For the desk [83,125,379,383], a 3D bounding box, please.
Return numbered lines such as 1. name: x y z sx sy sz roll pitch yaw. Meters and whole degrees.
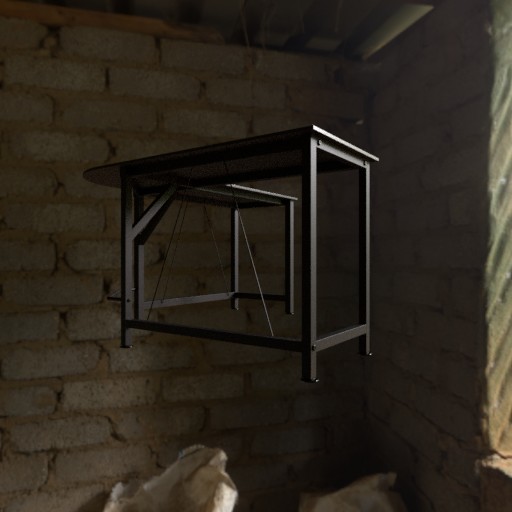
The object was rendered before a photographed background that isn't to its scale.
1. desk: 0.000 0.000 2.266 1.400 0.762 1.400 0 0 35
